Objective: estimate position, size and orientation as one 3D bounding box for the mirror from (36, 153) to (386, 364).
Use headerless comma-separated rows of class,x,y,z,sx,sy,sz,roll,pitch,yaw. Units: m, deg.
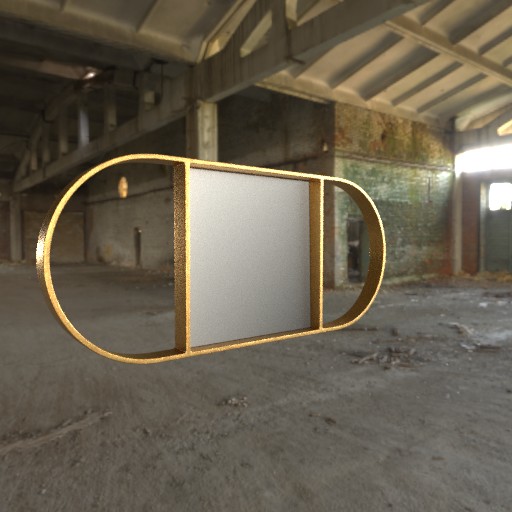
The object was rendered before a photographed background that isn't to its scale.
mirror,0.000,0.000,0.651,0.584,0.254,0.032,-2,3,-38
